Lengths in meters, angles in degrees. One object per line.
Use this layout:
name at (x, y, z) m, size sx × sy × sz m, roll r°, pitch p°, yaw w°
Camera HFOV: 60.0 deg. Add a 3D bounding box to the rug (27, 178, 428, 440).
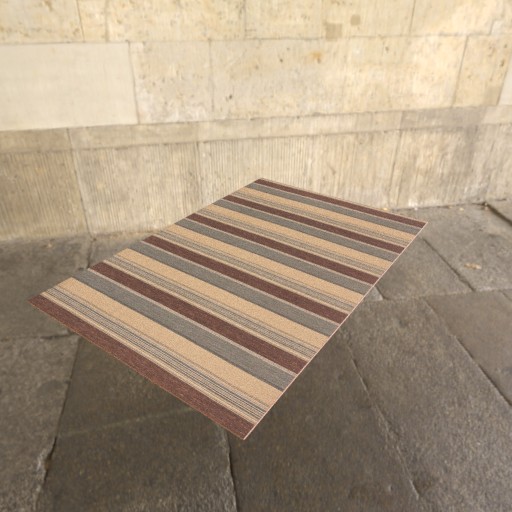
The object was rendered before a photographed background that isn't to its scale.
rug at (0.000, 0.000, 2.314) m, size 1.219 × 0.008 × 1.829 m, roll 21°, pitch 37°, yaw 30°
